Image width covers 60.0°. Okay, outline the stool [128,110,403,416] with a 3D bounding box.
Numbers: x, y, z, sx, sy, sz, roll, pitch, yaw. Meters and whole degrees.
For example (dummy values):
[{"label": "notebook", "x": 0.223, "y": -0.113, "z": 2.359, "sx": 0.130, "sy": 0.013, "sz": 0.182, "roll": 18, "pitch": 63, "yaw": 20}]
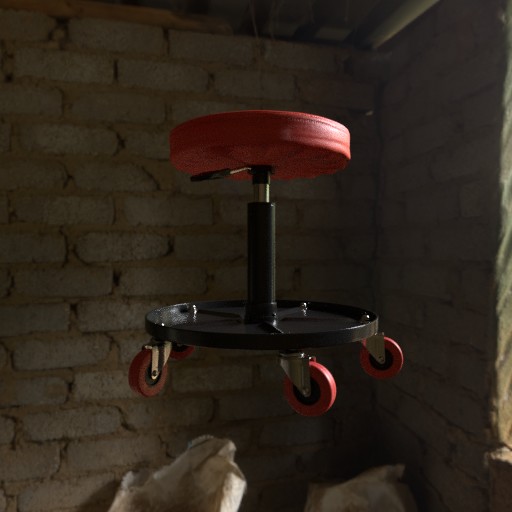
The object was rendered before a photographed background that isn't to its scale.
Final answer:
[{"label": "stool", "x": 0.000, "y": 0.000, "z": 0.676, "sx": 0.381, "sy": 0.365, "sz": 0.382, "roll": 1, "pitch": 1, "yaw": 36}]
